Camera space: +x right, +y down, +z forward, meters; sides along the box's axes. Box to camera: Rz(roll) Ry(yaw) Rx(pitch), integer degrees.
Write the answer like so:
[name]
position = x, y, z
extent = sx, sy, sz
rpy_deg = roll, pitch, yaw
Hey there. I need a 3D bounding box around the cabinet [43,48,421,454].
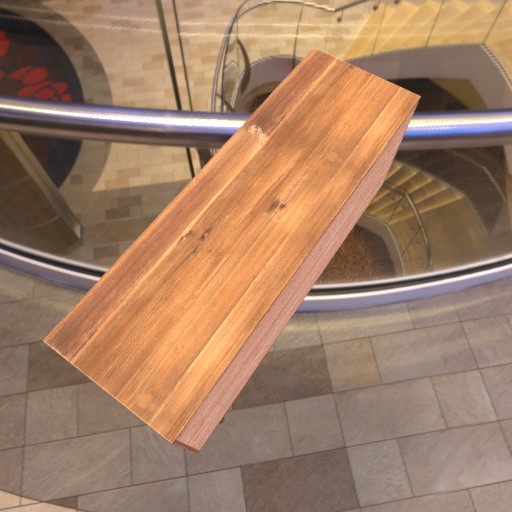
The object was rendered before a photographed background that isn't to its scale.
[cabinet]
position = 0.000, 0.000, 1.752
extent = 0.472, 0.800, 1.400
rpy_deg = 32, 68, 15
